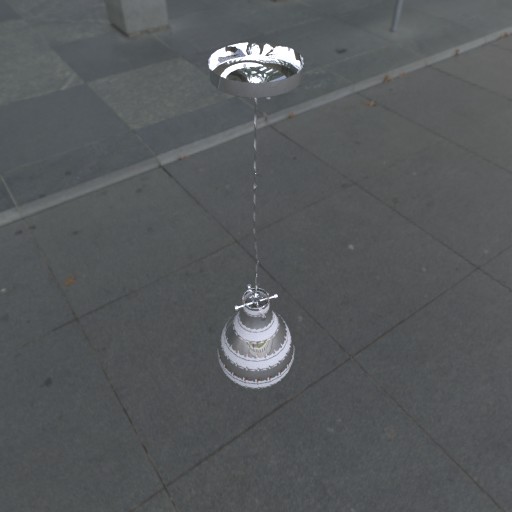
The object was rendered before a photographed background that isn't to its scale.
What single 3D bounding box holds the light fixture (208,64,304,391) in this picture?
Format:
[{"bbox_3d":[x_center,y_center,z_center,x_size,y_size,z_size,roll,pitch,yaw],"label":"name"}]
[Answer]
[{"bbox_3d":[0.000,0.000,1.672,0.374,1.457,0.374,-15,48,-14],"label":"light fixture"}]
